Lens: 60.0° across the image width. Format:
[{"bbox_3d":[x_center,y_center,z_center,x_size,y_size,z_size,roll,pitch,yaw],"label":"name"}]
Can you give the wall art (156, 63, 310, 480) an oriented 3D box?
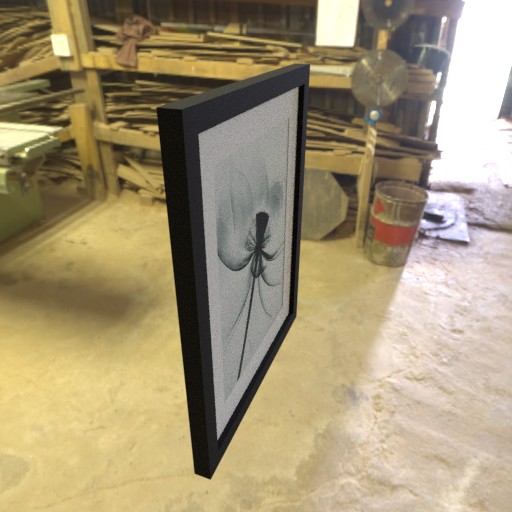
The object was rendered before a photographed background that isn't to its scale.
[{"bbox_3d":[0.000,0.000,0.749,0.029,0.559,0.457,11,31,19],"label":"wall art"}]
